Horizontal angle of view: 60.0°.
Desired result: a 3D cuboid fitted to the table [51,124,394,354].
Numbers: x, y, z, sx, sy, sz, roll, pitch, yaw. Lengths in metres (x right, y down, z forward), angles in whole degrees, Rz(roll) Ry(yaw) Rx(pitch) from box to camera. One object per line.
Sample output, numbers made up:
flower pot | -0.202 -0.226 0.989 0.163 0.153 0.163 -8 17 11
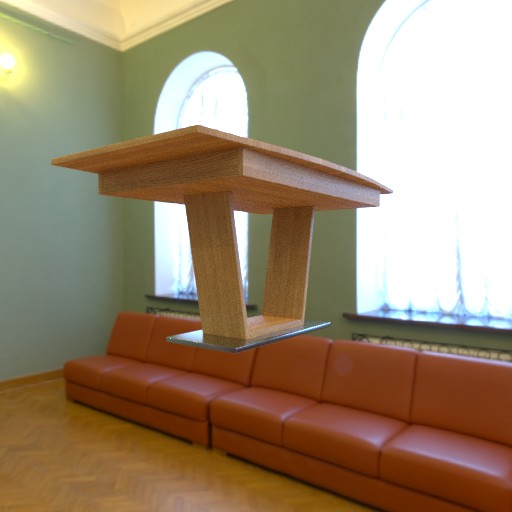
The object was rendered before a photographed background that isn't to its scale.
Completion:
table | 0.000 0.000 2.112 0.900 0.748 1.598 0 0 36
